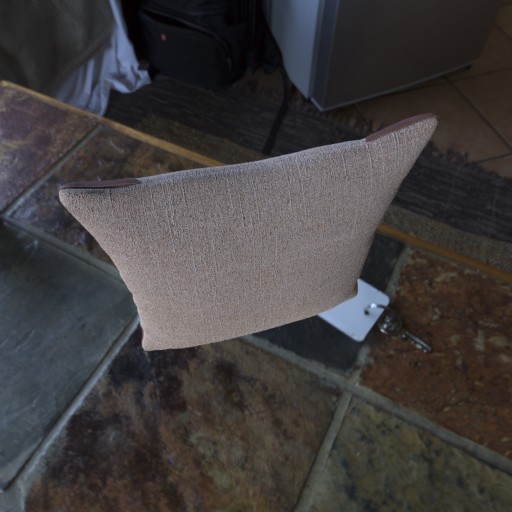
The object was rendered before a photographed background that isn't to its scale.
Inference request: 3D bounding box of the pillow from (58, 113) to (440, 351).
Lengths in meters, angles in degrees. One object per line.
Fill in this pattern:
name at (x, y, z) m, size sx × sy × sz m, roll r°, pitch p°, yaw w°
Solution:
pillow at (0.000, 0.000, 0.670) m, size 0.437 × 0.448 × 0.147 m, roll -14°, pitch 59°, yaw -9°
